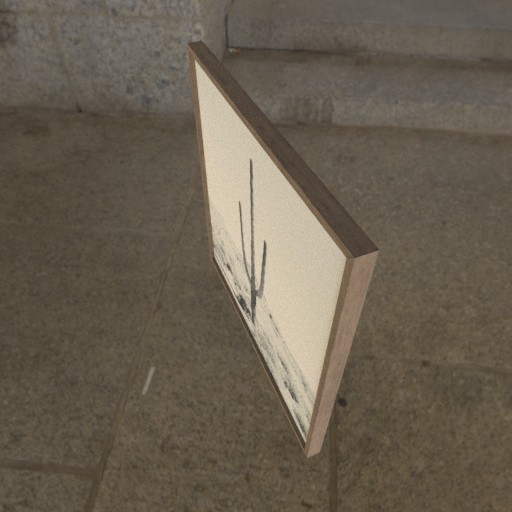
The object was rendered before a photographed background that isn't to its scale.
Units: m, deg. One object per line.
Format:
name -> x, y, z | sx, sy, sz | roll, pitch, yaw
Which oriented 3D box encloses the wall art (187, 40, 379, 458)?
wall art -> 0.000, 0.000, 1.108 | 0.038, 0.762, 0.762 | -17, 49, -15
